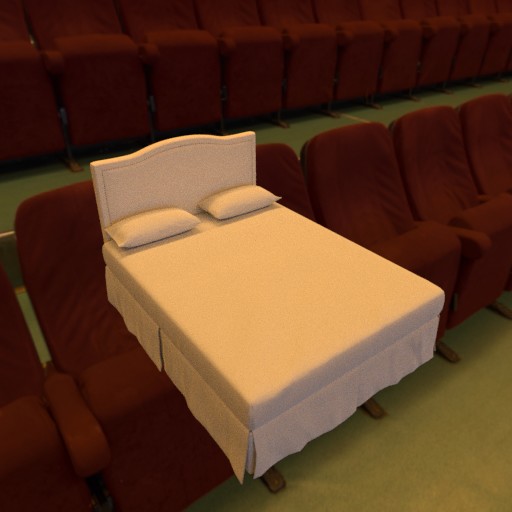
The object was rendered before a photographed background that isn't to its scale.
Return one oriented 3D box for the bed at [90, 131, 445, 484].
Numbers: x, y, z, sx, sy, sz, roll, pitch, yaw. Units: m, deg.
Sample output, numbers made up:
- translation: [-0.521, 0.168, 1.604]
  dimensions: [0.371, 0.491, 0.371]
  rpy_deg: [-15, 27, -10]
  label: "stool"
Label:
- translation: [0.000, 0.000, 3.659]
  dimensions: [1.977, 1.437, 2.477]
  rpy_deg: [-21, 36, -31]
  label: "bed"
